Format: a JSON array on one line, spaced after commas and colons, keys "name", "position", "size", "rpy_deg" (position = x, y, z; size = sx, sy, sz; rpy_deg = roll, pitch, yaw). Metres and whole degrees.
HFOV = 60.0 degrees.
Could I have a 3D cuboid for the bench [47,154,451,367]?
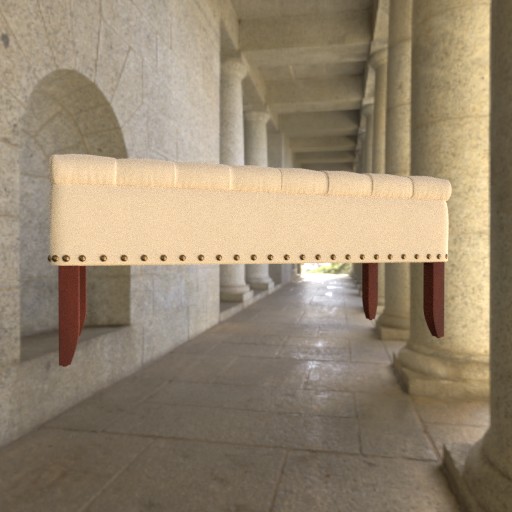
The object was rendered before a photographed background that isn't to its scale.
[{"name": "bench", "position": [0.000, 0.000, 1.272], "size": [1.054, 0.470, 0.400], "rpy_deg": [0, 1, -18]}]
